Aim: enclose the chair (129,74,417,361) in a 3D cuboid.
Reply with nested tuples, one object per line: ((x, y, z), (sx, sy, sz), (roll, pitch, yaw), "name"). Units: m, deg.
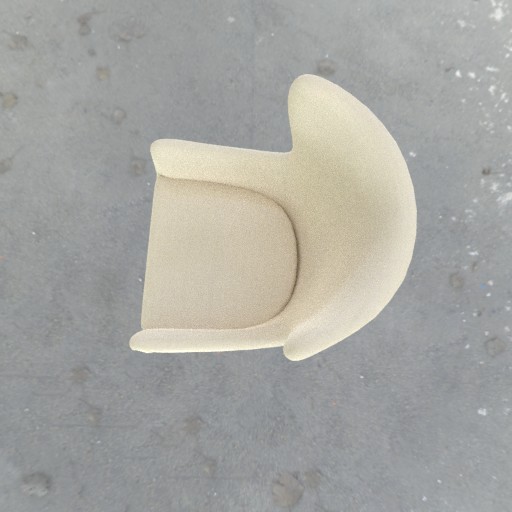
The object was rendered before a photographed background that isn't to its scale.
((0.000, 0.000, 1.471), (0.744, 0.990, 0.696), (2, 75, 1), "chair")
